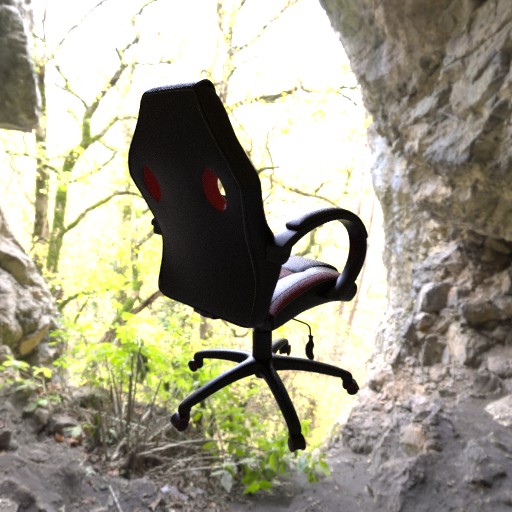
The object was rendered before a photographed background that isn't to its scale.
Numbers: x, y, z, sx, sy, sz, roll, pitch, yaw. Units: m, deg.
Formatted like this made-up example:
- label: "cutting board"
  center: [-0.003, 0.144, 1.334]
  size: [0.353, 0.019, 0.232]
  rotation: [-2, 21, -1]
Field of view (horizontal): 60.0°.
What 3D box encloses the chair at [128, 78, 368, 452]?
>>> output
- label: "chair"
  center: [0.000, 0.000, 1.695]
  size: [0.750, 1.189, 0.783]
  rotation: [14, 20, 43]
